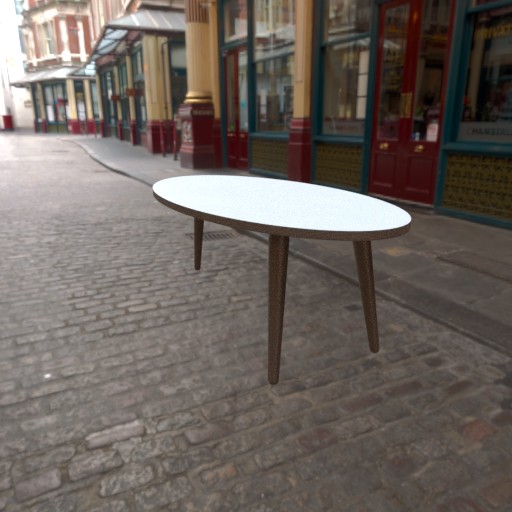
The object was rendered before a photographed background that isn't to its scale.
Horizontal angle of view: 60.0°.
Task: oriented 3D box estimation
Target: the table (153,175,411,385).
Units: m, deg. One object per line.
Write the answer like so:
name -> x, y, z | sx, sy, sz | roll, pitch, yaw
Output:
table -> 0.000, 0.000, 1.373 | 0.542, 0.390, 1.083 | -9, 19, -27
